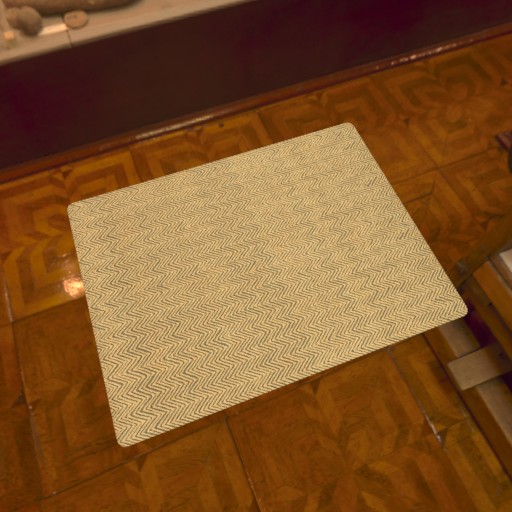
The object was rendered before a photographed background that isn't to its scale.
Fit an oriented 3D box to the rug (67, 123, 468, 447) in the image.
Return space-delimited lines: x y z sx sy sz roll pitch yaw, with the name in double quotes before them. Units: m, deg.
"rug" 0.000 0.000 4.248 3.207 0.014 2.439 -18 65 -9
